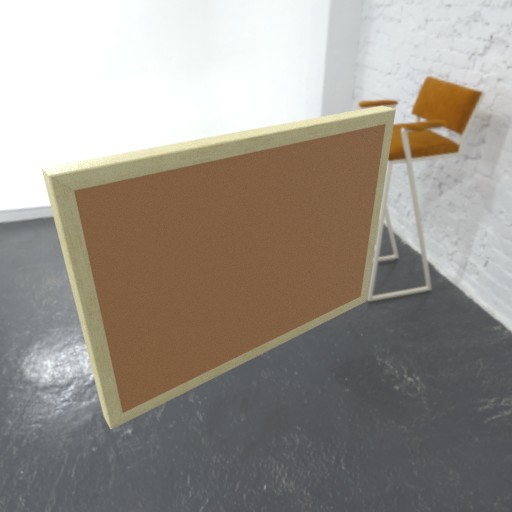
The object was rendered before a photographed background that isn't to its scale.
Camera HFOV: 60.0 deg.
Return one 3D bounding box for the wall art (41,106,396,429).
[{"bbox_3d":[0.000,0.000,0.684,0.533,0.381,0.032,-20,36,-30],"label":"wall art"}]
